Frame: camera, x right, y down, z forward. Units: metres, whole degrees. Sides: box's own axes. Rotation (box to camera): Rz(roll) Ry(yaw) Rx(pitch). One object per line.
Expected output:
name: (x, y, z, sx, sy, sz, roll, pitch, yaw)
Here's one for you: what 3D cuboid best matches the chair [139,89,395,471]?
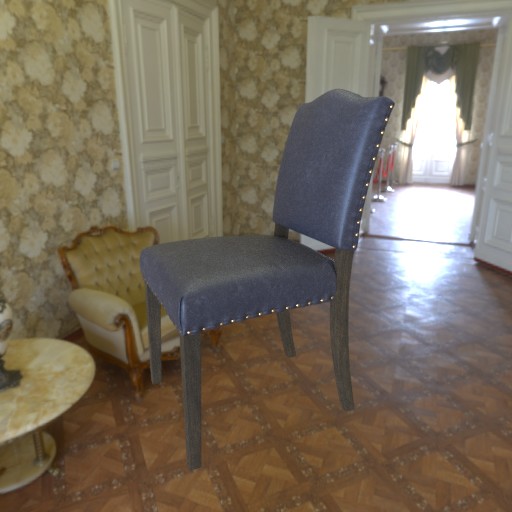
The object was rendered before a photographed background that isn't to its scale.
chair: (0.000, 0.000, 1.375, 0.633, 0.991, 0.500, -7, 18, -24)
